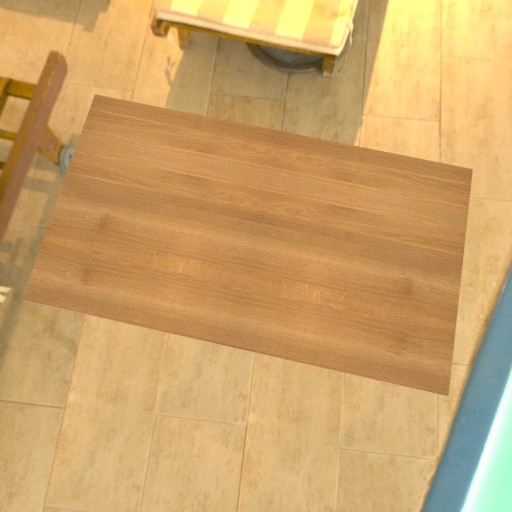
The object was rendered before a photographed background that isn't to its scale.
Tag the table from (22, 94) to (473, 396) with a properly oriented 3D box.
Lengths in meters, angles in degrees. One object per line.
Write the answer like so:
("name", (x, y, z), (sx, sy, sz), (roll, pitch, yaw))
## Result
("table", (0.000, 0.000, 2.090), (1.600, 0.750, 0.900), (12, 76, 3))
